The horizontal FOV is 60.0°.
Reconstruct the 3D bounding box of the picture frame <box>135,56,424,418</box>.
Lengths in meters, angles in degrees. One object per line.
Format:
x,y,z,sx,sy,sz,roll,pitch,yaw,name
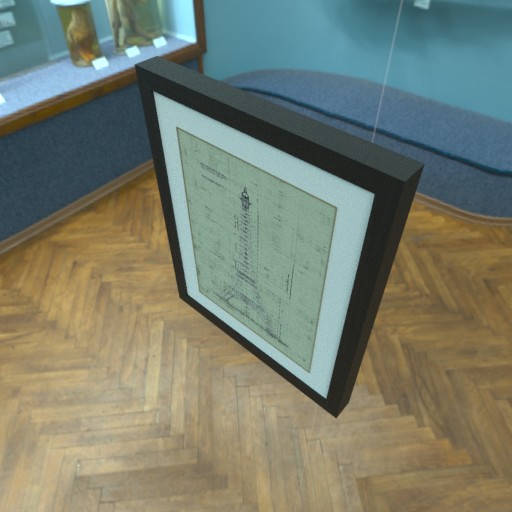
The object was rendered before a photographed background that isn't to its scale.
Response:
0.000,0.000,0.774,0.452,0.555,0.044,32,53,28,picture frame
